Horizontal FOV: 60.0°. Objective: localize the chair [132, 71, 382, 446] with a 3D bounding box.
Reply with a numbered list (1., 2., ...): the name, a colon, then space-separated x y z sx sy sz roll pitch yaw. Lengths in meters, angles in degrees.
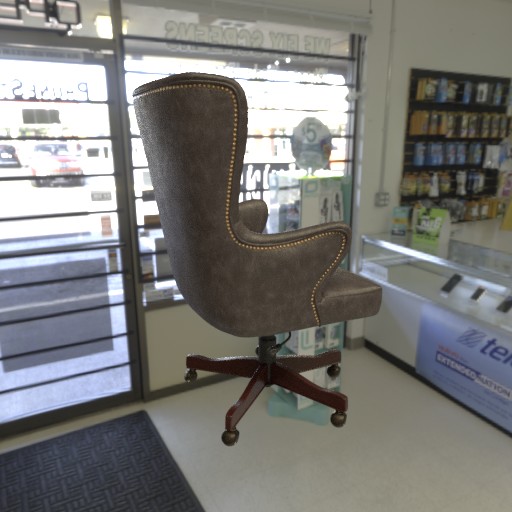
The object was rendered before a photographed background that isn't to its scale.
1. chair: 0.000 0.000 1.454 0.717 1.037 0.594 -7 16 -24
